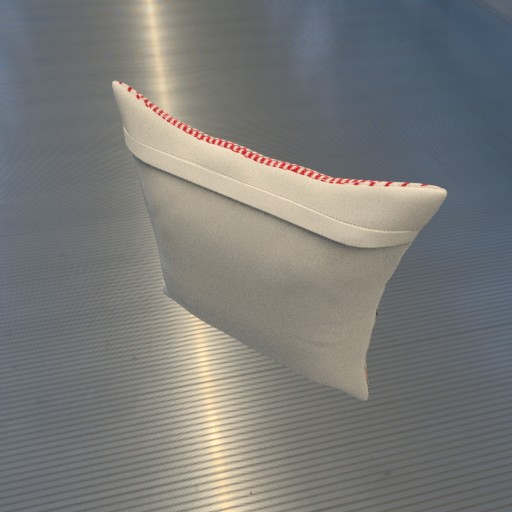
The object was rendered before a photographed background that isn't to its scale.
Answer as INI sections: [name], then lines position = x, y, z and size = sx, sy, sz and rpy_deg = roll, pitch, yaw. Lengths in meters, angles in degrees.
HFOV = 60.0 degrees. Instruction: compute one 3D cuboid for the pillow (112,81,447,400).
[pillow]
position = 0.000, 0.000, 0.695
size = 0.463, 0.454, 0.160
rpy_deg = 24, 51, 22
